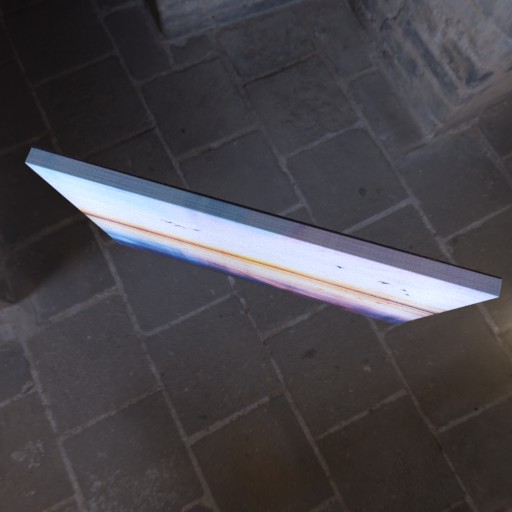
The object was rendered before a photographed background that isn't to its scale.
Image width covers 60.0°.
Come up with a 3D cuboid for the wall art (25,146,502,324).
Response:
[{"bbox_3d":[0.000,0.000,1.115,0.911,0.605,0.037,16,77,4],"label":"wall art"}]
